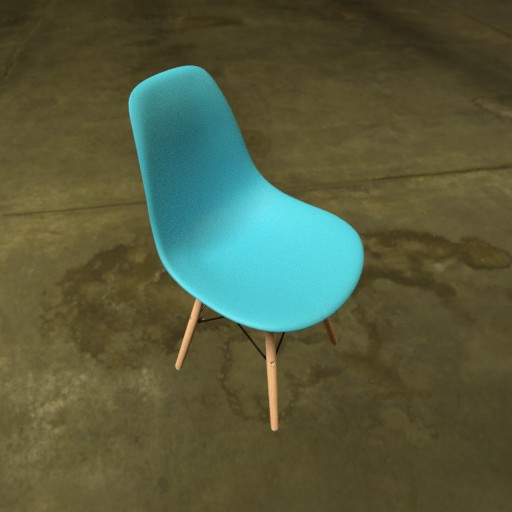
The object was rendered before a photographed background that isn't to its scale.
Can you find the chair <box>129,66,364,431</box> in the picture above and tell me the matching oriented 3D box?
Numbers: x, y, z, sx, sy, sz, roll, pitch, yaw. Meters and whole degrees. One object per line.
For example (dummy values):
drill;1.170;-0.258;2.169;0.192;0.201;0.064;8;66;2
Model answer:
chair;0.000;0.000;1.154;0.531;0.826;0.470;25;46;26
